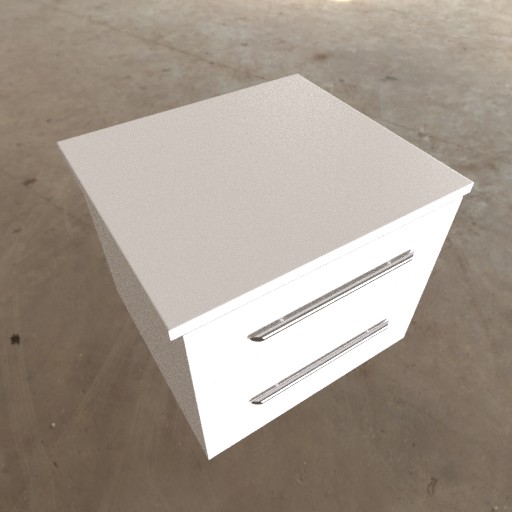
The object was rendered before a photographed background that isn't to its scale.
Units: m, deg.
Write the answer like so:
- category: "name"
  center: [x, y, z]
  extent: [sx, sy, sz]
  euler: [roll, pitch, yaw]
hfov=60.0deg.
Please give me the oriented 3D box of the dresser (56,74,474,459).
- category: "dresser"
  center: [0.000, 0.000, 0.730]
  extent: [0.430, 0.360, 0.400]
  euler: [-24, 51, -22]
